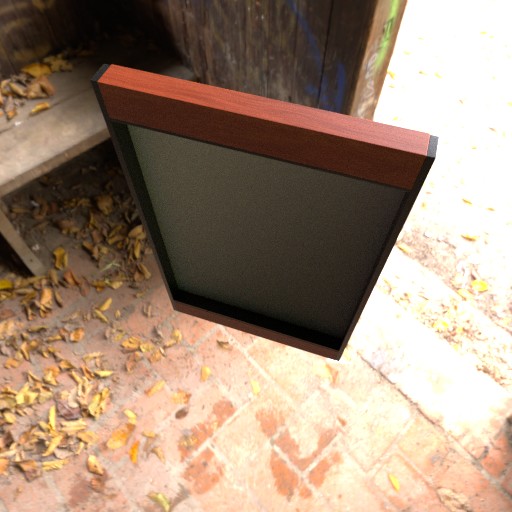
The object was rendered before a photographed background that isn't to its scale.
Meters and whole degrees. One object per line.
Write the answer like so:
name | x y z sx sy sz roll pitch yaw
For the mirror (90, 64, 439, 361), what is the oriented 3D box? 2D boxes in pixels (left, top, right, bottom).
mirror | 0.000 0.000 0.999 0.525 0.823 0.047 16 59 10
